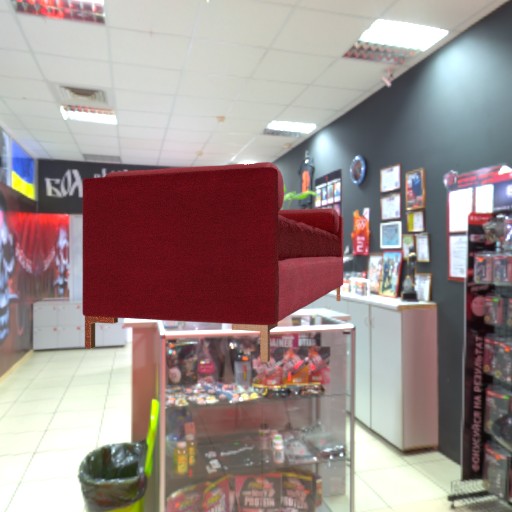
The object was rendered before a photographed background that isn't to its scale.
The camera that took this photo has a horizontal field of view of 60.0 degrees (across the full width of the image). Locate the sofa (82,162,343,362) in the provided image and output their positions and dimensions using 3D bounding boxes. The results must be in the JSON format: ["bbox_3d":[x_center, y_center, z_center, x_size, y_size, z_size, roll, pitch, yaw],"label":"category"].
[{"bbox_3d":[0.000,0.000,2.577,0.796,0.705,2.102,0,0,17],"label":"sofa"}]
